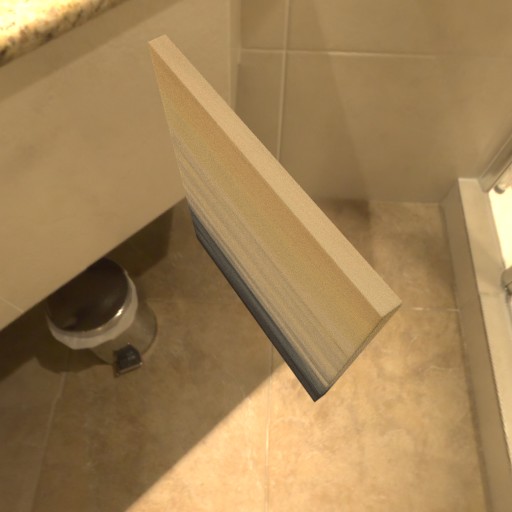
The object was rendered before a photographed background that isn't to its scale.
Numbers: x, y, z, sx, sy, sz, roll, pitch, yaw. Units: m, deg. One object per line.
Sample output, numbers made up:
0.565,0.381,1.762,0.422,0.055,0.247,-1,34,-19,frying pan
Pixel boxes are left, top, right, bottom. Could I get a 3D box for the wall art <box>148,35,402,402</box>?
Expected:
0.000,0.000,0.979,0.041,0.710,0.608,-32,68,-15,wall art
